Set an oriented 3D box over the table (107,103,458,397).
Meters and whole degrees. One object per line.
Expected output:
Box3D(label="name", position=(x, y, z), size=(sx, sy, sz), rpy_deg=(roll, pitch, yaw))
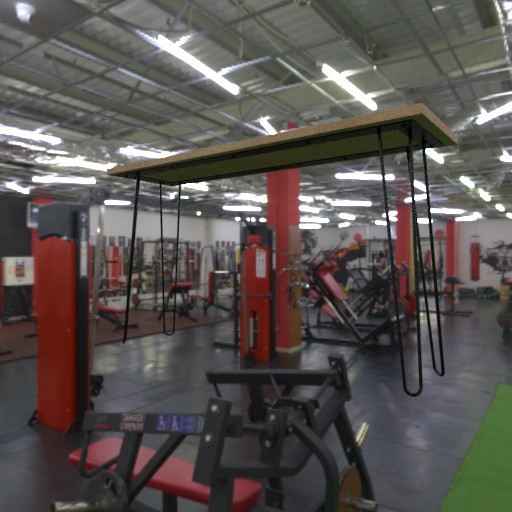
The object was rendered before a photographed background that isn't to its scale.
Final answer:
Box3D(label="table", position=(0.000, 0.000, 1.747), size=(1.400, 0.799, 0.399), rpy_deg=(0, -1, 37))
